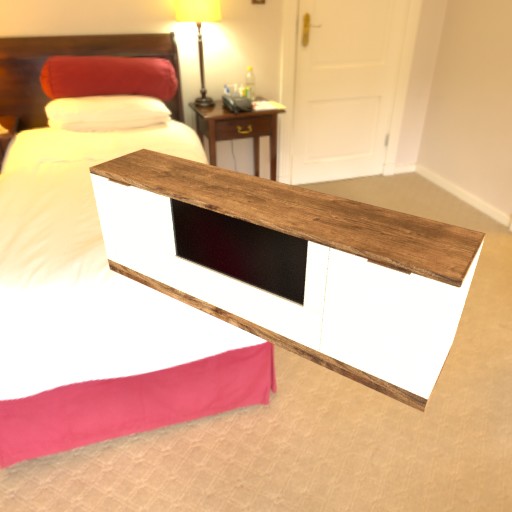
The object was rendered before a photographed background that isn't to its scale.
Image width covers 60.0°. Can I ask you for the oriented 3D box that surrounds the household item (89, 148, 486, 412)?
[{"bbox_3d":[0.000,0.000,2.101,1.800,0.615,0.390,19,36,29],"label":"household item"}]
